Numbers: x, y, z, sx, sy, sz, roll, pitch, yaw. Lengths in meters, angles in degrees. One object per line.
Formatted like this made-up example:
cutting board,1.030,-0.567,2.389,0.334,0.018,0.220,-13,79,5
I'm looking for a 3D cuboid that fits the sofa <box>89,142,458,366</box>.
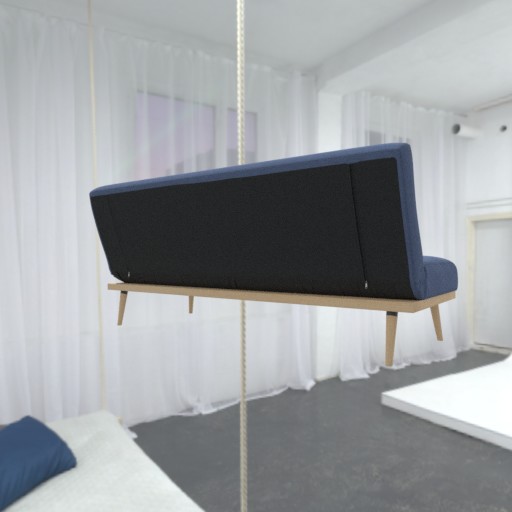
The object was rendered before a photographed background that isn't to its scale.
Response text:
sofa,0.000,0.000,2.294,1.800,0.800,0.796,0,0,36
